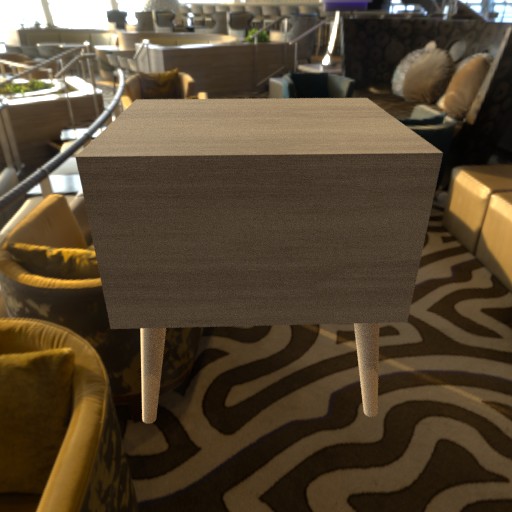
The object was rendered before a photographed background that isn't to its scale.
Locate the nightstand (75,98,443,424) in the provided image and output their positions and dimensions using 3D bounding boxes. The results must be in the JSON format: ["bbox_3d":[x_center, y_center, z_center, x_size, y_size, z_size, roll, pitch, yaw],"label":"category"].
[{"bbox_3d":[0.000,0.000,0.830,0.450,0.500,0.380,-1,30,-2],"label":"nightstand"}]
